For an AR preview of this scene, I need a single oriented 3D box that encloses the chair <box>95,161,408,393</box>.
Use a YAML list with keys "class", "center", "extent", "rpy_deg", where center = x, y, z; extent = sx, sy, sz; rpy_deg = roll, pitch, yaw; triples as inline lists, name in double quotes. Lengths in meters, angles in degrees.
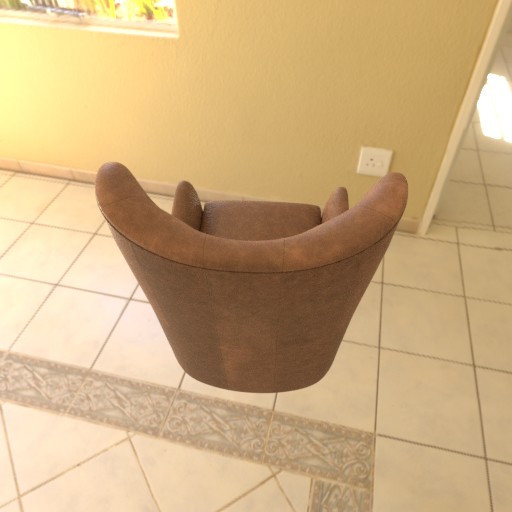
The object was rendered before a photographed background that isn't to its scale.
- class: "chair"
  center: [0.000, 0.000, 1.700]
  extent: [0.831, 1.079, 0.930]
  rpy_deg: [3, 46, 3]
